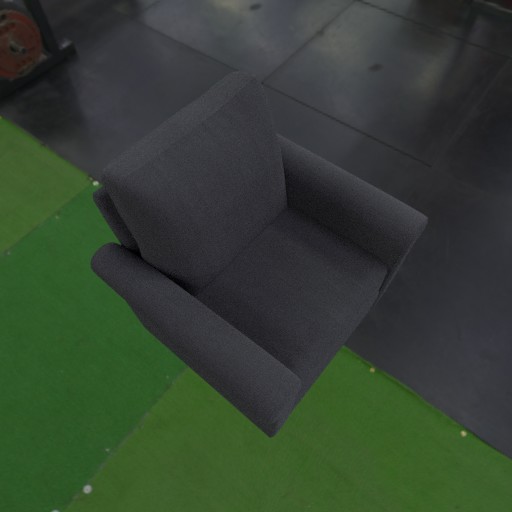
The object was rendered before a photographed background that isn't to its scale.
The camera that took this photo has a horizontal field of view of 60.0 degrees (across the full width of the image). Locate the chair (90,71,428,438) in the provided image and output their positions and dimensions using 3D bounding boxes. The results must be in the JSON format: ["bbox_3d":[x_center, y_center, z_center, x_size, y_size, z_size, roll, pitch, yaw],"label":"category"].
[{"bbox_3d":[0.000,0.000,1.585,0.828,0.942,0.867,36,65,19],"label":"chair"}]
